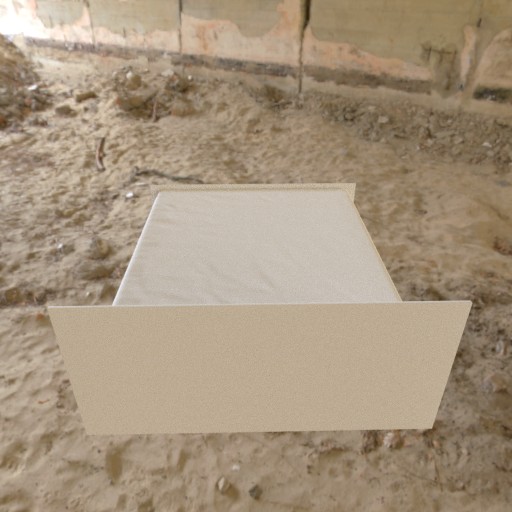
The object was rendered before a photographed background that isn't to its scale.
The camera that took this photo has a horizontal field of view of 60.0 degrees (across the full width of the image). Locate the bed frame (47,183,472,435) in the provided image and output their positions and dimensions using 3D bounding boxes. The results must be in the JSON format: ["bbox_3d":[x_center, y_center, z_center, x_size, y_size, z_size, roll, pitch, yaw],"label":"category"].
[{"bbox_3d":[0.000,0.000,2.877,1.720,0.800,2.060,-1,32,-1],"label":"bed frame"}]
